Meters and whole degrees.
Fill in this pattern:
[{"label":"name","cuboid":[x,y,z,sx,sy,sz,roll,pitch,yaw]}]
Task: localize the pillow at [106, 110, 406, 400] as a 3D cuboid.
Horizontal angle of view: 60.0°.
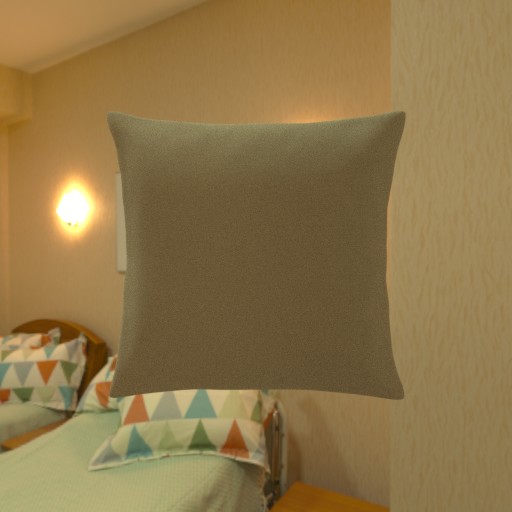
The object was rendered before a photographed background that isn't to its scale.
[{"label":"pillow","cuboid":[0.000,0.000,0.783,0.525,0.508,0.166,0,0,1]}]
